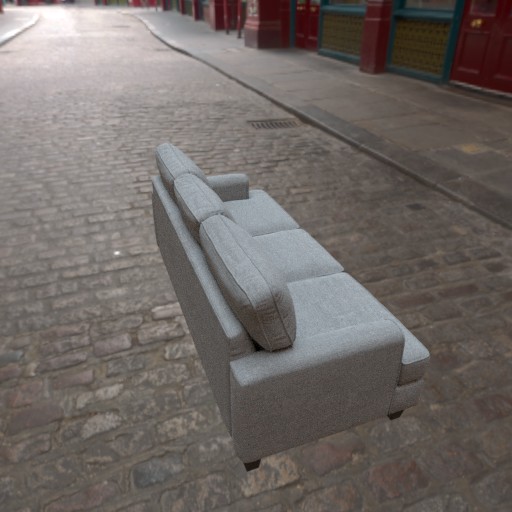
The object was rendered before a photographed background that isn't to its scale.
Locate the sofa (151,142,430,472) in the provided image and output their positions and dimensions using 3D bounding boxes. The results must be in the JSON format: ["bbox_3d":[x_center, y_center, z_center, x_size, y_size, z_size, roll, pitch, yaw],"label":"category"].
[{"bbox_3d":[0.000,0.000,2.717,0.951,0.965,2.158,-11,32,-18],"label":"sofa"}]
